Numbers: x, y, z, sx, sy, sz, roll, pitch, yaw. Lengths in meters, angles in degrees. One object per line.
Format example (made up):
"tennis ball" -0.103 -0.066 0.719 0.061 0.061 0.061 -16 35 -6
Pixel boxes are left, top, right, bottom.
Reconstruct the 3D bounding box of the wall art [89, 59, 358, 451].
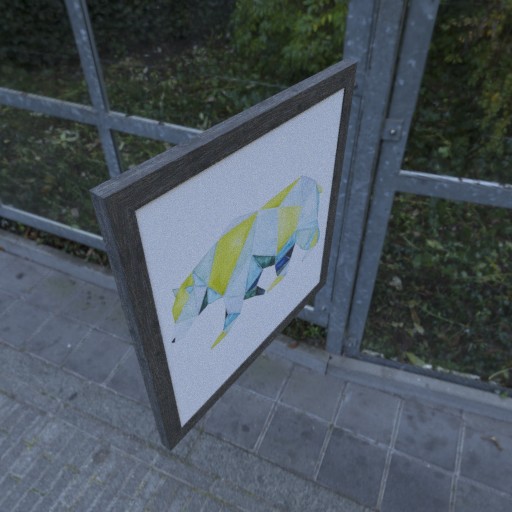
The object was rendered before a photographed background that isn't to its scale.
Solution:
"wall art" 0.000 0.000 0.673 0.027 0.459 0.462 27 47 27
